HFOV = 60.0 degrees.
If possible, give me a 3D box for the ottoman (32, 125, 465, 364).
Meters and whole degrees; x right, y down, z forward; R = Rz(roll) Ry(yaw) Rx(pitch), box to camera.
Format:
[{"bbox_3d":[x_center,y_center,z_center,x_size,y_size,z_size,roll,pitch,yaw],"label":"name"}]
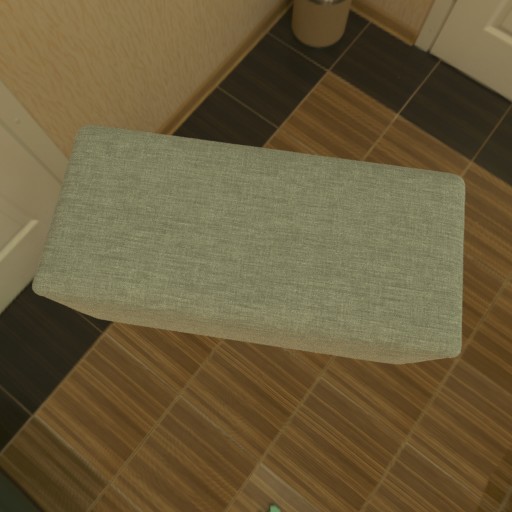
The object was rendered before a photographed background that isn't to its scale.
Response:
[{"bbox_3d":[0.000,0.000,1.125,0.902,0.432,0.419,8,74,2],"label":"ottoman"}]
